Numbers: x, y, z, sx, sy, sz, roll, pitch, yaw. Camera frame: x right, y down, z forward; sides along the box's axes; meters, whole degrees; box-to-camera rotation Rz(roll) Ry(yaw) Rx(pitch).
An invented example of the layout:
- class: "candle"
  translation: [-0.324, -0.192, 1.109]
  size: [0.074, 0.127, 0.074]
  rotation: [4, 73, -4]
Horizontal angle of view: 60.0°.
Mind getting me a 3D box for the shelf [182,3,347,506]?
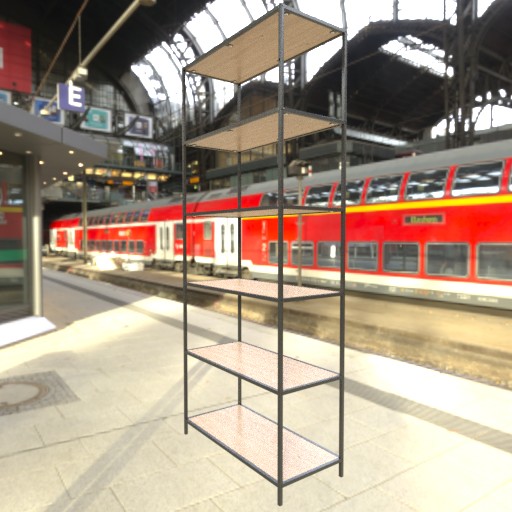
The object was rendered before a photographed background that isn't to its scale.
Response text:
- class: "shelf"
  translation: [0.000, 0.000, 2.039]
  size: [0.350, 1.850, 0.770]
  rotation: [-2, 3, -37]
